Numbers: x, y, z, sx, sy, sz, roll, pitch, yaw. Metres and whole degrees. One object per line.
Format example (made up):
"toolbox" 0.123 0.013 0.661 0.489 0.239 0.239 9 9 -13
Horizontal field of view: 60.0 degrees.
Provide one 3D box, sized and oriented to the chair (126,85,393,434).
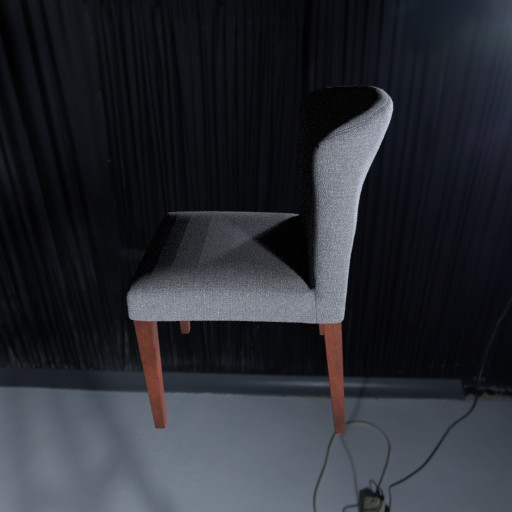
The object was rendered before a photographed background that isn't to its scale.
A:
"chair" 0.000 0.000 1.182 0.589 0.839 0.491 1 29 1
